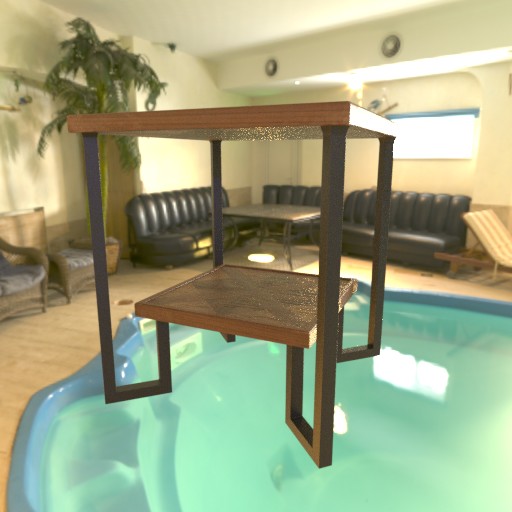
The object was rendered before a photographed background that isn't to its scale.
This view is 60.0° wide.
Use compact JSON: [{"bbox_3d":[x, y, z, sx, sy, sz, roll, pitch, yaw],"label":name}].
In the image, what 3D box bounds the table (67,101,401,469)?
[{"bbox_3d":[0.000,0.000,0.960,0.503,0.563,0.503,6,14,24],"label":"table"}]
